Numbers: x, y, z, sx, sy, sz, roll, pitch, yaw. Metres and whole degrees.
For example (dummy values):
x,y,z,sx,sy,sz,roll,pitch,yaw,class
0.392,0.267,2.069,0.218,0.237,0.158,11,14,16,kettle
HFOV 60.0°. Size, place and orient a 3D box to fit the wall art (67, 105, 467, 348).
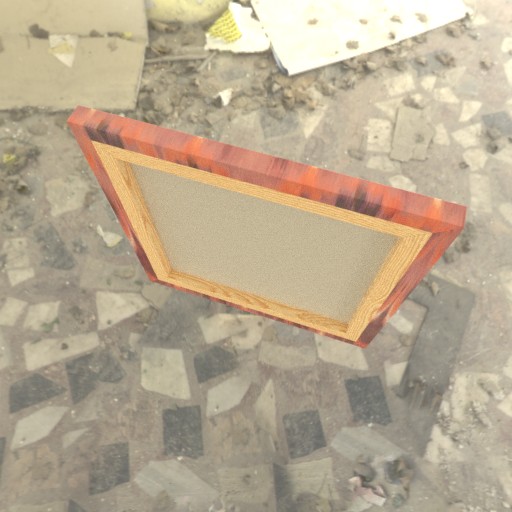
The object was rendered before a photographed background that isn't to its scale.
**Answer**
x,y,z,sx,sy,sz,roll,pitch,yaw,class
0.000,0.000,0.917,0.603,0.609,0.037,16,64,8,wall art
